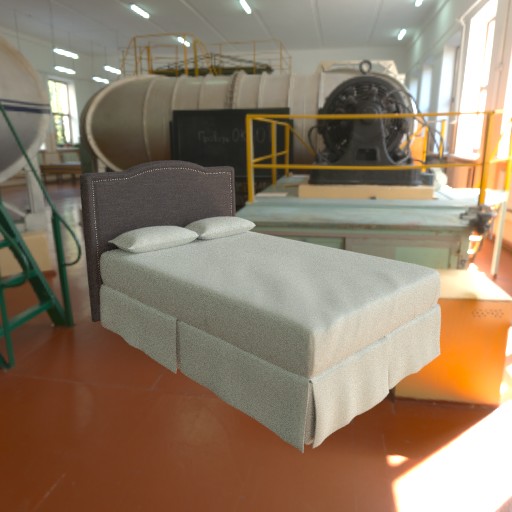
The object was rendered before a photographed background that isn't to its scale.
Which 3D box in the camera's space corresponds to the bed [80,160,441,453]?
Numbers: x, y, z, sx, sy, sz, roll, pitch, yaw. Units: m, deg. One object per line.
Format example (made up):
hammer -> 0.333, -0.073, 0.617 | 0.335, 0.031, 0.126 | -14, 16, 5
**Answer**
bed -> 0.000, 0.000, 3.582 | 1.741, 1.441, 2.507 | -14, 20, -43
